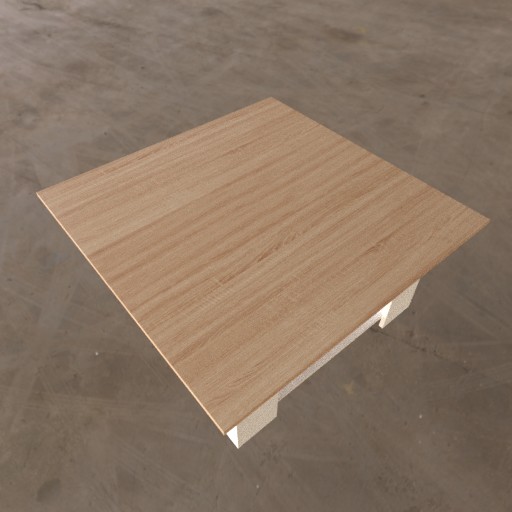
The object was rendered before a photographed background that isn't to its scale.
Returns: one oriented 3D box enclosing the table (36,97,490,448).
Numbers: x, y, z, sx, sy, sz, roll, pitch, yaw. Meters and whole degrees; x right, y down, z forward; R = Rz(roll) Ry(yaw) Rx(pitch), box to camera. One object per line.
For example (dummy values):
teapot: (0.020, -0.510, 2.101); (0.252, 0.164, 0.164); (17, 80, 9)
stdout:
table: (0.000, 0.000, 1.031); (0.670, 0.305, 0.670); (-31, 54, -26)
